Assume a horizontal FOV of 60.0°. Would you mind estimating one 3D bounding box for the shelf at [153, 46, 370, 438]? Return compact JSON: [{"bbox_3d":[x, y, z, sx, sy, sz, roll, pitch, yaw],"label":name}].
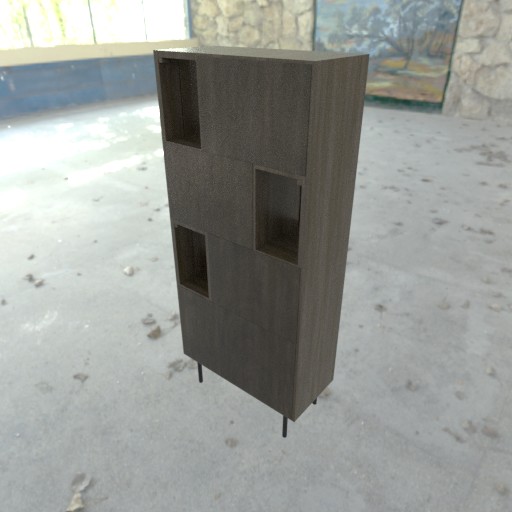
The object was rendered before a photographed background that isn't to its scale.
[{"bbox_3d":[0.000,0.000,1.843,0.670,1.545,0.323,21,35,34],"label":"shelf"}]
